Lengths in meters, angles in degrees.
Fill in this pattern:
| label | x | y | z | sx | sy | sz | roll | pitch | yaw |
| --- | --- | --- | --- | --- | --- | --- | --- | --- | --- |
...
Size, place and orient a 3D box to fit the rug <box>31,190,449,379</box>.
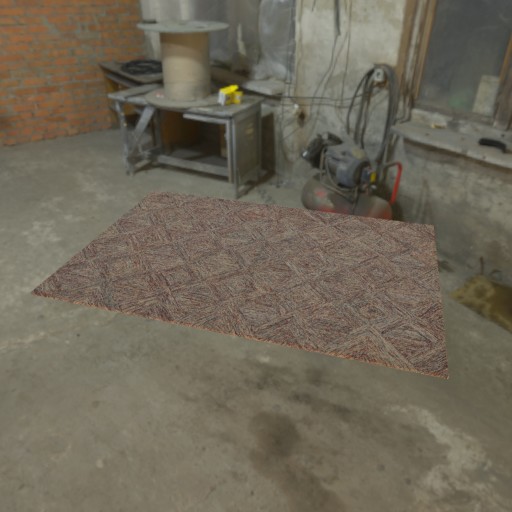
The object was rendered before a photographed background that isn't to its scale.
| label | x | y | z | sx | sy | sz | roll | pitch | yaw |
| --- | --- | --- | --- | --- | --- | --- | --- | --- | --- |
| rug | 0.000 | 0.000 | 2.920 | 2.285 | 0.019 | 1.523 | 9 | 33 | 14 |
